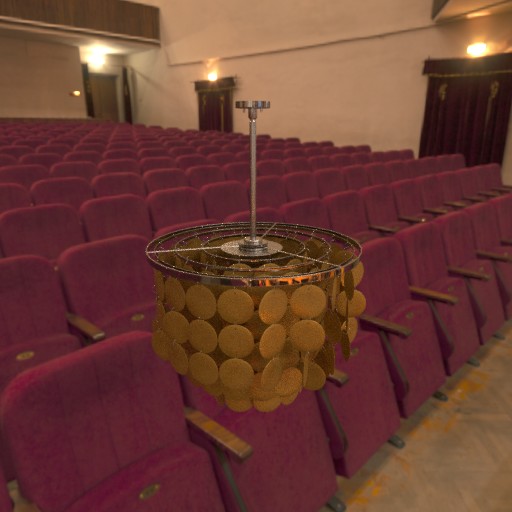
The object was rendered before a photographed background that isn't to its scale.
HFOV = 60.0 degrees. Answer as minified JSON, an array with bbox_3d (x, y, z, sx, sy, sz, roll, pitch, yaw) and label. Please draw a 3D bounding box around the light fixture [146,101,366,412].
[{"bbox_3d":[0.000,0.000,0.747,0.368,0.492,0.368,0,16,0],"label":"light fixture"}]
